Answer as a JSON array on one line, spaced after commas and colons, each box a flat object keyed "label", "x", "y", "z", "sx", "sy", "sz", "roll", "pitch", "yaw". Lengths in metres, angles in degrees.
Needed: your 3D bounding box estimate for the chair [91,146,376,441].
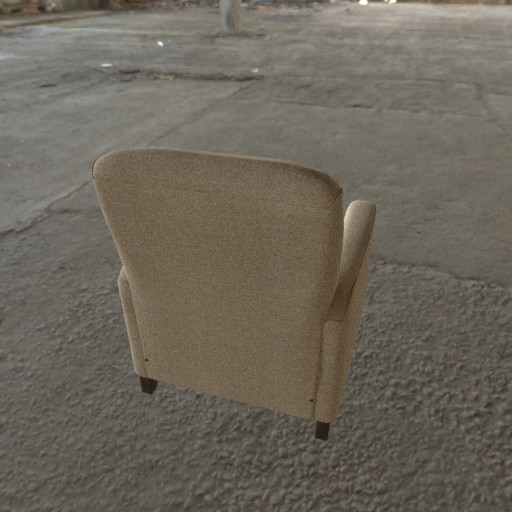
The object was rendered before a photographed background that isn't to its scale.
[{"label": "chair", "x": 0.000, "y": 0.000, "z": 1.691, "sx": 0.841, "sy": 1.028, "sz": 0.858, "roll": 9, "pitch": 33, "yaw": 14}]
